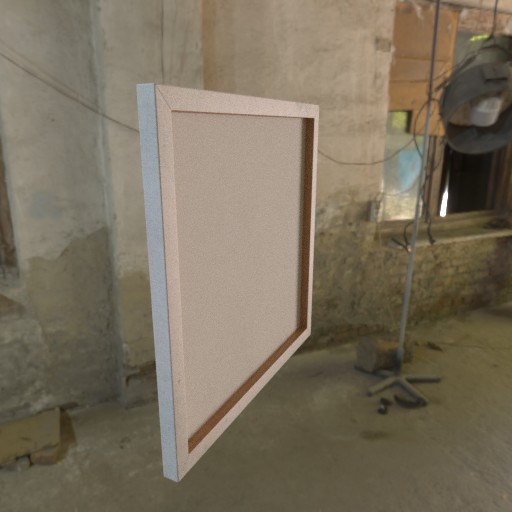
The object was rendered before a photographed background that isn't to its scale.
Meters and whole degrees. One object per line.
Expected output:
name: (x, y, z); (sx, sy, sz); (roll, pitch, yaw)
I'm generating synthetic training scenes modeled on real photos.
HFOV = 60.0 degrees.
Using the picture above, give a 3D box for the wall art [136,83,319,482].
wall art: (0.000, 0.000, 1.129); (0.038, 0.762, 0.762); (8, 18, 26)
